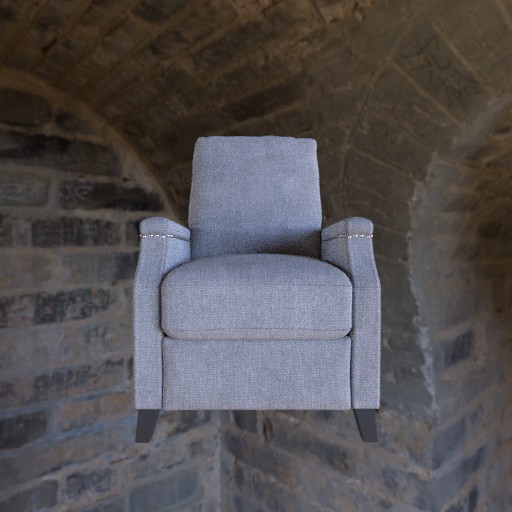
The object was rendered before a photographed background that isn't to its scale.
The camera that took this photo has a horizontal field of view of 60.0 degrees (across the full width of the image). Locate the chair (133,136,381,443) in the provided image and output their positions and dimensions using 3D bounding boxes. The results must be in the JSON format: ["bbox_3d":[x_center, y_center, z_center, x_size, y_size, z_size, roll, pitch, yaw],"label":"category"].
[{"bbox_3d":[0.000,0.000,1.662,0.710,1.049,0.922,0,1,0],"label":"chair"}]
